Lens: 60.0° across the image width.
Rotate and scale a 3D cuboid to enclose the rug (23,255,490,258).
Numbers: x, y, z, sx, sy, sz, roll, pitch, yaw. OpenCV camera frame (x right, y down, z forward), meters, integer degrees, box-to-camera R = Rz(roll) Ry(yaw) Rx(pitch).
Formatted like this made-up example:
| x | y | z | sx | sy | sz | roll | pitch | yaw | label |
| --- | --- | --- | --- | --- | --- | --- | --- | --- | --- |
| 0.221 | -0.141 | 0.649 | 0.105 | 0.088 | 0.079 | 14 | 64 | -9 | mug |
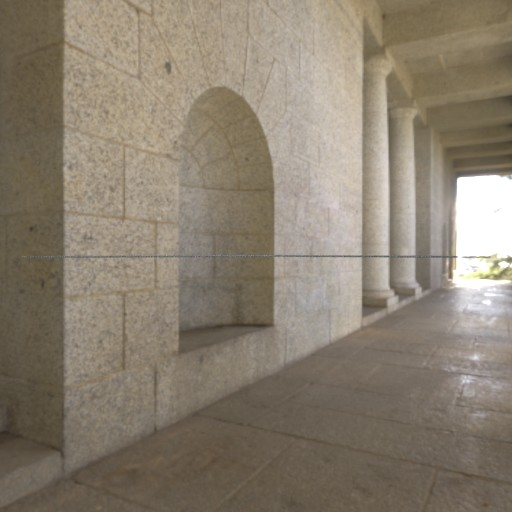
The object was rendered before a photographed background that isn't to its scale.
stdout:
| x | y | z | sx | sy | sz | roll | pitch | yaw | label |
| --- | --- | --- | --- | --- | --- | --- | --- | --- | --- |
| 0.000 | 0.000 | 2.204 | 1.740 | 0.010 | 1.135 | 0 | 0 | 0 | rug |
